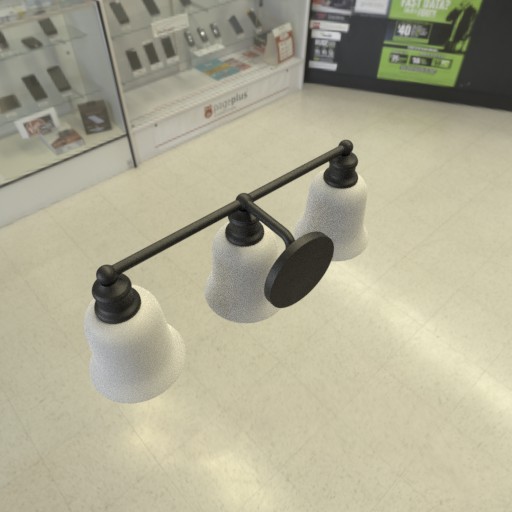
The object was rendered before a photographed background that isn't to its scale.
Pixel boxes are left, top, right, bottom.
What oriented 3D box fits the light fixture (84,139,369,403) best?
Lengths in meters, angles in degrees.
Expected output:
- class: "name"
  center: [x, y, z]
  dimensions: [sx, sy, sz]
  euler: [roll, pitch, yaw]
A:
- class: "light fixture"
  center: [0.000, 0.000, 0.680]
  dimensions: [0.570, 0.211, 0.198]
  euler: [-31, 54, -26]
